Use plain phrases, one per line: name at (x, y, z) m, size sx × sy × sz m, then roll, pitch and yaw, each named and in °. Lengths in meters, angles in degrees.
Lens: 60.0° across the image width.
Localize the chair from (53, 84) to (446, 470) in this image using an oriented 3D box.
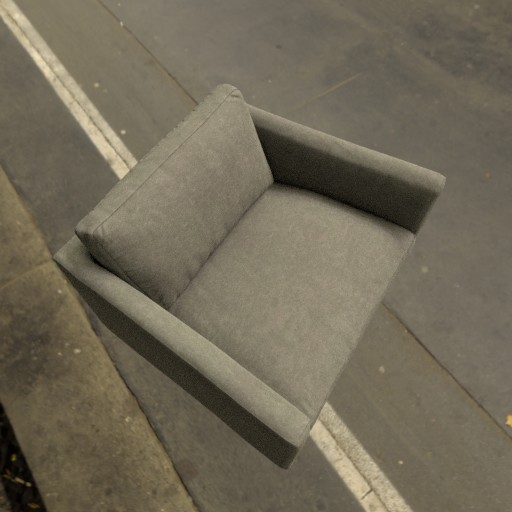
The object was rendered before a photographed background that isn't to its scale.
chair at (0.000, 0.000, 1.846) m, size 1.091 × 0.845 × 1.190 m, roll 29°, pitch 63°, yaw 16°
